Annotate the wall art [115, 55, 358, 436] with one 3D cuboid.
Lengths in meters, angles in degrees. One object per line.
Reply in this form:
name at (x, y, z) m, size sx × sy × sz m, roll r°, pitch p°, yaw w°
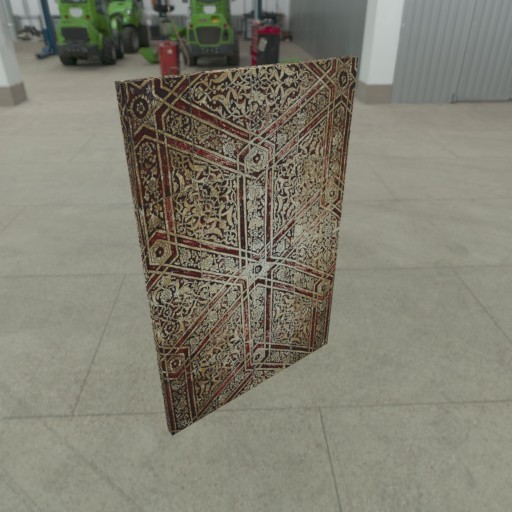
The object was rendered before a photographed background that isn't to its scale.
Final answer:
wall art at (0.000, 0.000, 1.142) m, size 0.599 × 0.904 × 0.030 m, roll -22°, pitch 37°, yaw -32°
